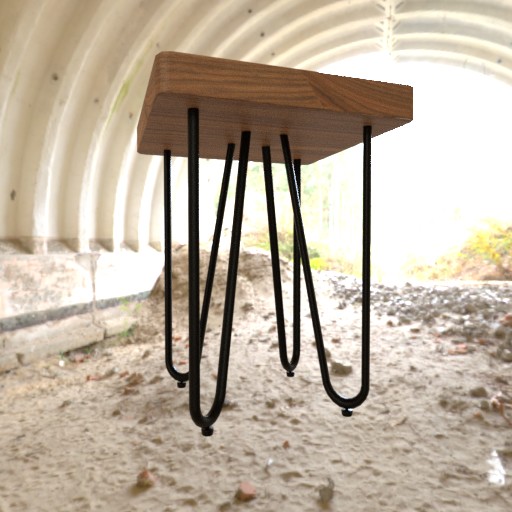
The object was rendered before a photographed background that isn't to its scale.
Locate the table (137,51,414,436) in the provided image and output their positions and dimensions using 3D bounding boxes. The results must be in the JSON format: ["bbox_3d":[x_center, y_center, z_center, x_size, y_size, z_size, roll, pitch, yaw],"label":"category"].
[{"bbox_3d":[0.000,0.000,0.982,0.480,0.641,0.479,0,1,-19],"label":"table"}]
